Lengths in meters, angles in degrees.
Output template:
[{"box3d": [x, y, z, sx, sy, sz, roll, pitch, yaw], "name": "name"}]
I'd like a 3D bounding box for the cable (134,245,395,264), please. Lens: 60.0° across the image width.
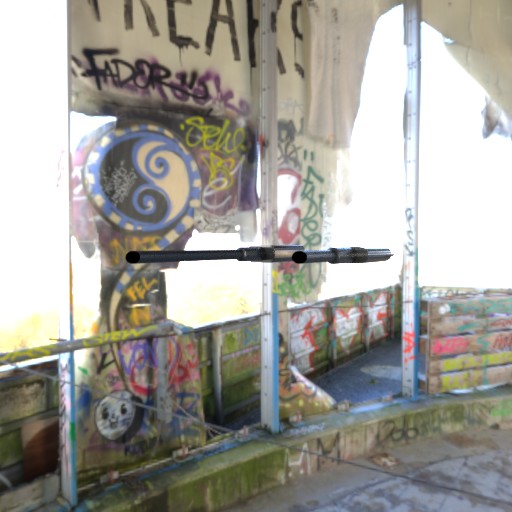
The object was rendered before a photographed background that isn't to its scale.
[{"box3d": [0.000, 0.000, 0.112, 0.040, 0.006, 0.098, 1, 2, 35], "name": "cable"}]
